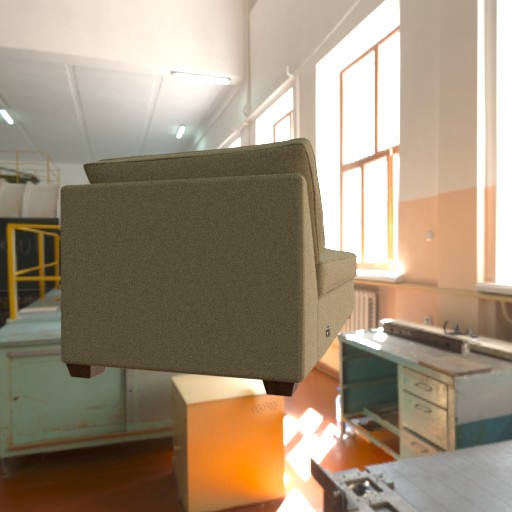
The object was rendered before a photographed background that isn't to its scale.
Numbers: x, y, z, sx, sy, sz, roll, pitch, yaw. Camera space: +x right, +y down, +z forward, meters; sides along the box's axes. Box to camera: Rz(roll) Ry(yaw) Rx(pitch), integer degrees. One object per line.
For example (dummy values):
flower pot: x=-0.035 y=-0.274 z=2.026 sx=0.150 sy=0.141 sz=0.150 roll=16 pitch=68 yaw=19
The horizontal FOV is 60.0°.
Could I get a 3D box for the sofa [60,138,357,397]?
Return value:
sofa: x=0.000 y=0.000 z=2.802 sx=1.110 sy=1.033 sz=2.237 roll=0 pitch=1 yaw=17
